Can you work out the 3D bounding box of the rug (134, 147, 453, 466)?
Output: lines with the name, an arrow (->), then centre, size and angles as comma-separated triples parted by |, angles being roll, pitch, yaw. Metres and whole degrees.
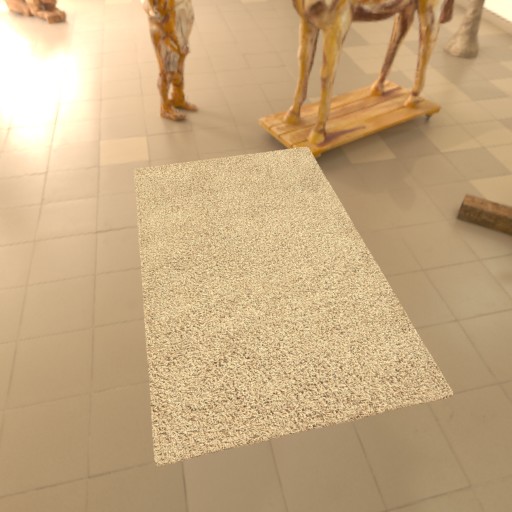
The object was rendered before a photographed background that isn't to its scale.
rug -> 0.000, 0.000, 2.989 | 1.524, 0.030, 2.438 | -10, 46, -9
